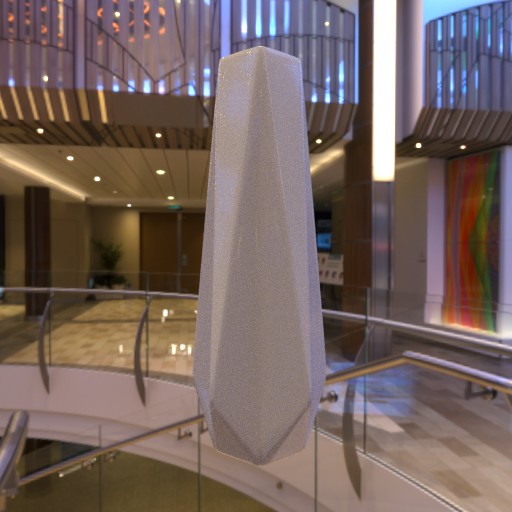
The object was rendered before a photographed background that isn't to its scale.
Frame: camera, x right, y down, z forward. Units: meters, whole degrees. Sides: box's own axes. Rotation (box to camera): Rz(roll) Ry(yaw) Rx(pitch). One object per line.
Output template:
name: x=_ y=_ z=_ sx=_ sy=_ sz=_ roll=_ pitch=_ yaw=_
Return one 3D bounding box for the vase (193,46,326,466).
vase: x=0.000 y=0.000 z=0.379 sx=0.122 sy=0.329 sz=0.116 roll=1 pitch=1 yaw=36
